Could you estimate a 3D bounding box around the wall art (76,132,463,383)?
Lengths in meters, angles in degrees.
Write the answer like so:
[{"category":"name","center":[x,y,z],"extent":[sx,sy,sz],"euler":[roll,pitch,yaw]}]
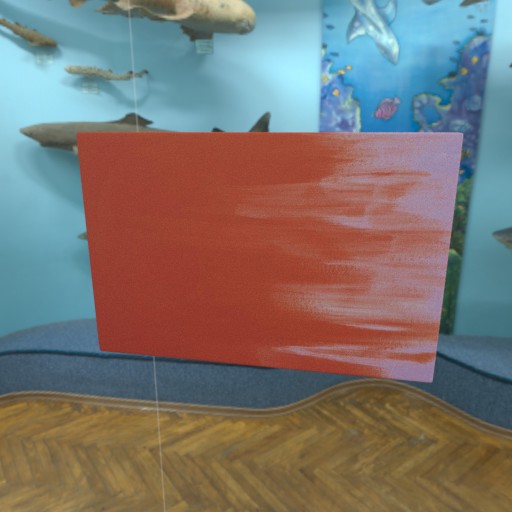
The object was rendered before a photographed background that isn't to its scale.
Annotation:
[{"category":"wall art","center":[0.000,0.000,1.133],"extent":[0.913,0.609,0.040],"euler":[3,16,10]}]
